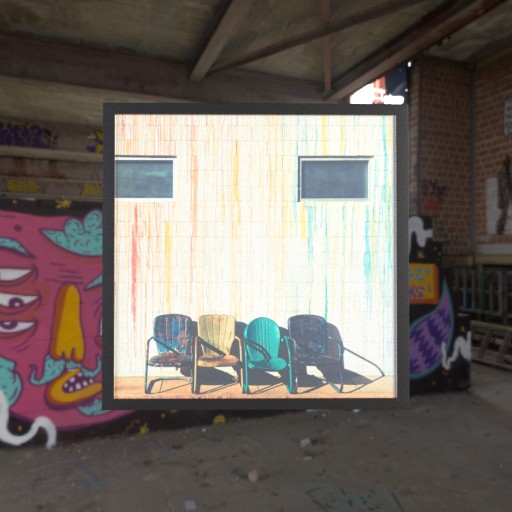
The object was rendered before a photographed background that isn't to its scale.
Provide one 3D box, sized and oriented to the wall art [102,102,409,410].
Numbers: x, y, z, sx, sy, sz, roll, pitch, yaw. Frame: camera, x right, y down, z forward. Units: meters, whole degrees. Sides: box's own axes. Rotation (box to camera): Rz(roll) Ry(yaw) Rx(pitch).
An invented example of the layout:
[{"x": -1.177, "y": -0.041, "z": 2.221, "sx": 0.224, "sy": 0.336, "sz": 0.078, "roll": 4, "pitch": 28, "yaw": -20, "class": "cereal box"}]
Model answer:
[{"x": 0.000, "y": 0.000, "z": 0.750, "sx": 0.506, "sy": 0.506, "sz": 0.037, "roll": 0, "pitch": -1, "yaw": -1, "class": "wall art"}]
